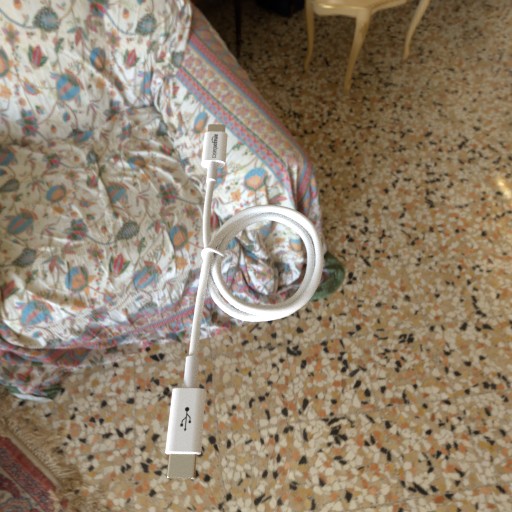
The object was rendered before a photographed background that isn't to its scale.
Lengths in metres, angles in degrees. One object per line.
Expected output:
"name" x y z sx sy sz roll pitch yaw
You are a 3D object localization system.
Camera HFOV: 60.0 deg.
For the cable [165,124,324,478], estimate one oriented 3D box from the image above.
"cable" 0.000 0.000 0.225 0.070 0.014 0.203 1 57 0
